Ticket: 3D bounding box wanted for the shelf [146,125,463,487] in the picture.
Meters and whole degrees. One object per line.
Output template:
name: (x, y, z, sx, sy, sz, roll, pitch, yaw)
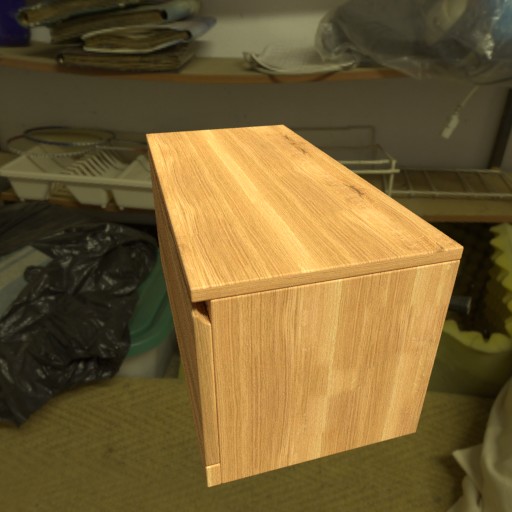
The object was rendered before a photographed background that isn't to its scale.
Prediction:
shelf: (0.000, 0.000, 1.029, 0.400, 0.400, 0.800, -8, 30, -14)
